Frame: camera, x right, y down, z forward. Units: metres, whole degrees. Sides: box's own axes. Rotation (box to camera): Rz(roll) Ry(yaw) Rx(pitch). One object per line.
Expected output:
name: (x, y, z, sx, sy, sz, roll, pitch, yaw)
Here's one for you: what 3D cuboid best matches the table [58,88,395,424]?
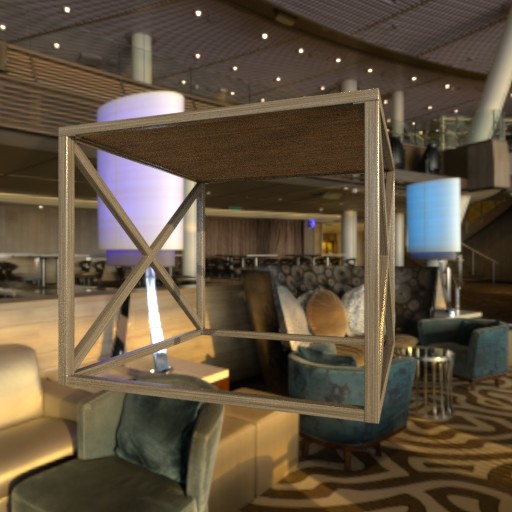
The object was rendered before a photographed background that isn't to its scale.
table: (0.000, 0.000, 1.057, 0.609, 0.507, 0.611, 0, 0, 19)
